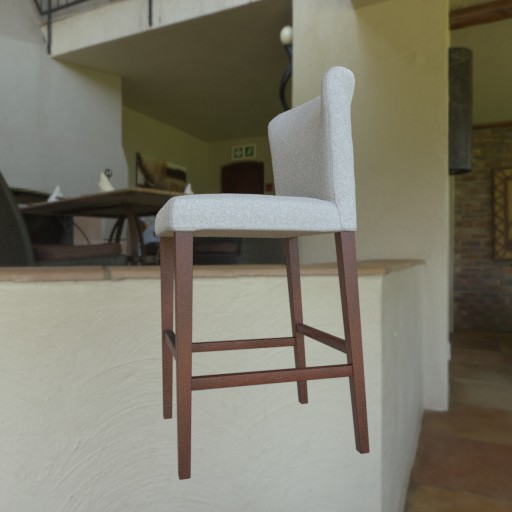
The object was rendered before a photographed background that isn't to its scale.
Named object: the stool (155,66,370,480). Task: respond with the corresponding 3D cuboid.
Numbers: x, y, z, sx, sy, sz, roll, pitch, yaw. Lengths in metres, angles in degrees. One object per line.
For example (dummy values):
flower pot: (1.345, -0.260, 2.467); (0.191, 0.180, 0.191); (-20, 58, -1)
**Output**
stool: (0.000, 0.000, 1.337); (0.568, 1.069, 0.479); (0, 0, -17)
